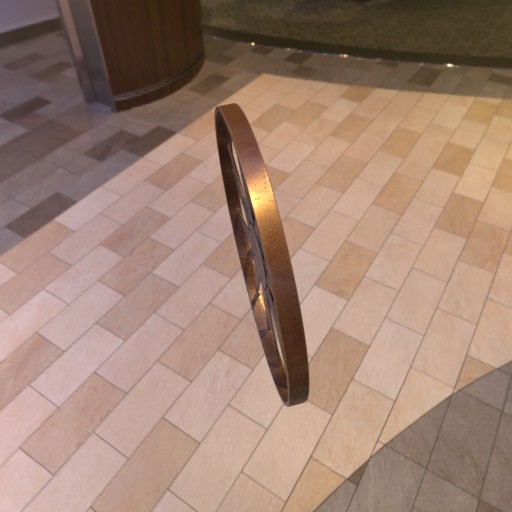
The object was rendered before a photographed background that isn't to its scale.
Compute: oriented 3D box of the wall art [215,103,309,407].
[{"bbox_3d":[0.000,0.000,0.886,0.084,0.583,0.582,-10,47,-9],"label":"wall art"}]
